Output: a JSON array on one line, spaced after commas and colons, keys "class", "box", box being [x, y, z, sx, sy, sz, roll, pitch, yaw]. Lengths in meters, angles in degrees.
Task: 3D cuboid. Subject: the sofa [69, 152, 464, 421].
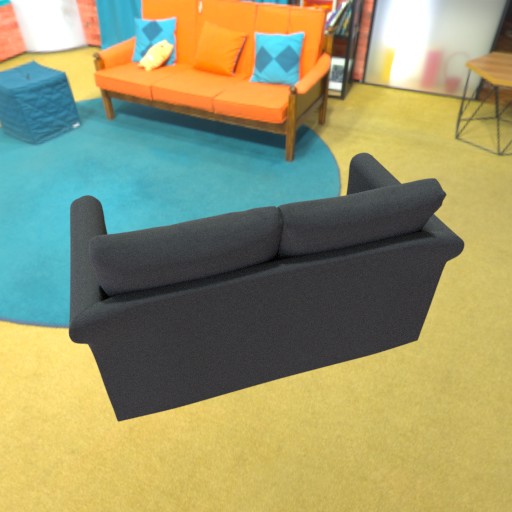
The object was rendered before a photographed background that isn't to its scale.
[{"class": "sofa", "box": [0.000, 0.000, 1.925, 1.460, 0.872, 0.741, -12, 42, -13]}]
